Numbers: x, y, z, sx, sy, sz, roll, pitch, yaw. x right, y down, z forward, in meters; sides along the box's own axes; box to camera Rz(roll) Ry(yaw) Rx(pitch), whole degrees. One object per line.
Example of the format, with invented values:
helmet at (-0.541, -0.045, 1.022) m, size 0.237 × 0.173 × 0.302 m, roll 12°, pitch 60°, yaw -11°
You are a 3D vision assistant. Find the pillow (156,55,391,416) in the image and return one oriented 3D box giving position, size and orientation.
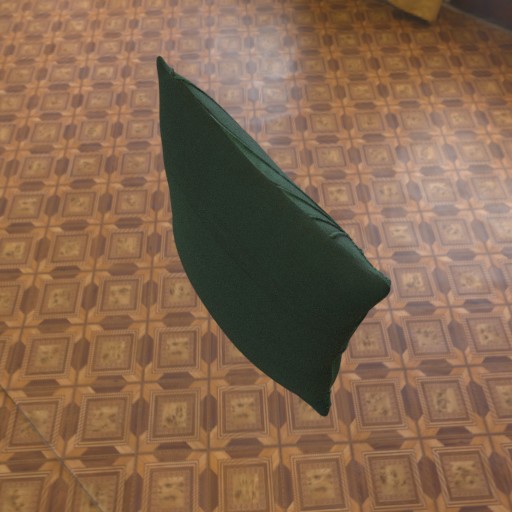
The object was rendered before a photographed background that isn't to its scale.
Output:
pillow at (0.000, 0.000, 0.665) m, size 0.184 × 0.440 × 0.439 m, roll -31°, pitch 63°, yaw -18°
